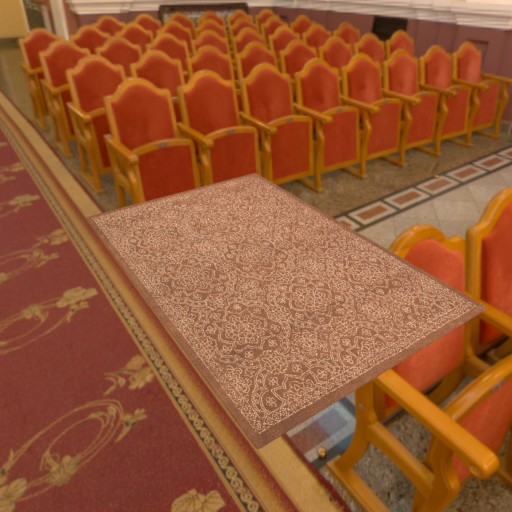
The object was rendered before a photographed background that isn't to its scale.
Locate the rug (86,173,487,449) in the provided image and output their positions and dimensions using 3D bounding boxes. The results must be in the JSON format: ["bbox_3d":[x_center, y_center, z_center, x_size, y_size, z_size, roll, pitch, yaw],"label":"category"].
[{"bbox_3d":[0.000,0.000,2.863,1.524,0.011,2.286,-20,38,-28],"label":"rug"}]
